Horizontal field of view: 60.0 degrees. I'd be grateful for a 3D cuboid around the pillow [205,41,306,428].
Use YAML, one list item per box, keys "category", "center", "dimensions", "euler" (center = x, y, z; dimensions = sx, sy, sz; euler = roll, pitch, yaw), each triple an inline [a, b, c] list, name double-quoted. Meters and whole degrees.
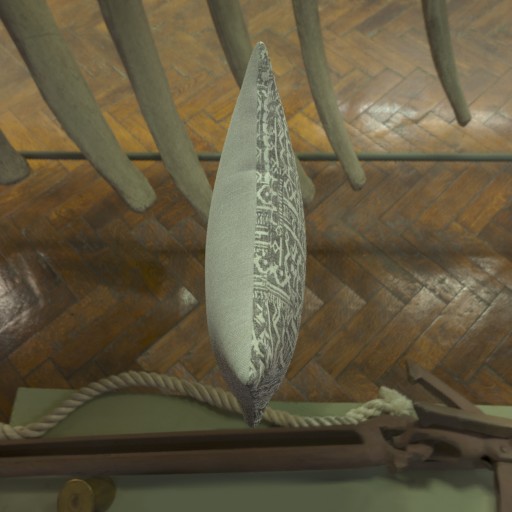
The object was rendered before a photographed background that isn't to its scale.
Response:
- category: "pillow"
  center: [0.000, 0.000, 0.803]
  dimensions: [0.180, 0.487, 0.546]
  euler: [1, 64, 1]
